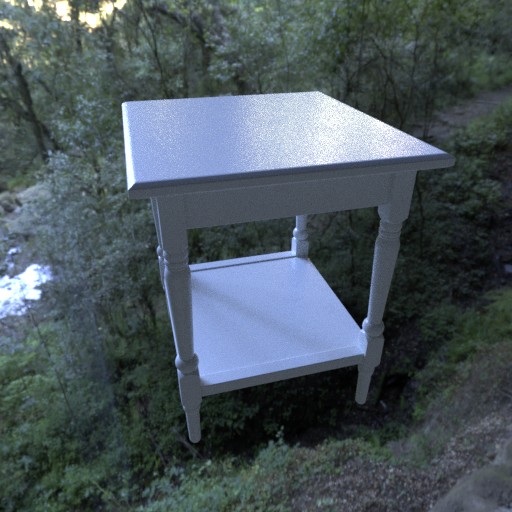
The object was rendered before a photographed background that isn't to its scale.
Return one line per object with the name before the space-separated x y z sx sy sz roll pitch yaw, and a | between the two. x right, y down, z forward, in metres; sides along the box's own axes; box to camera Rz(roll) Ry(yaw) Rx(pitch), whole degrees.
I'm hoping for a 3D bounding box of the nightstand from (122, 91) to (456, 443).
nightstand | 0.000 0.000 0.933 0.459 0.555 0.505 -8 32 -13
